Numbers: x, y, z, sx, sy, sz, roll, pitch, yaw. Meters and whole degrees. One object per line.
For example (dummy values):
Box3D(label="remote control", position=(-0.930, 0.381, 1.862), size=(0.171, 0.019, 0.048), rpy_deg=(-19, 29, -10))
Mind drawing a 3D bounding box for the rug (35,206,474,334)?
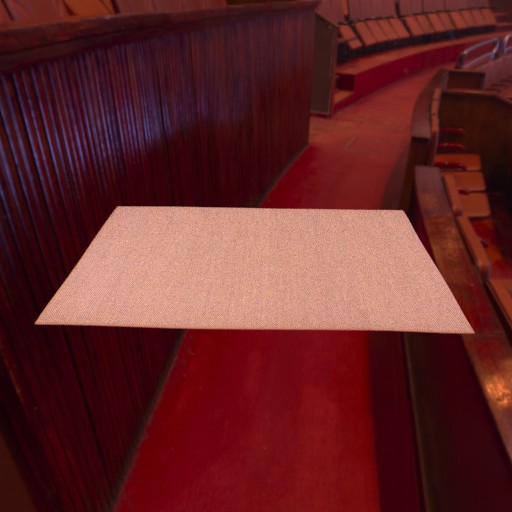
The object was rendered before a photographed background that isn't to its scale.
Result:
Box3D(label="rug", position=(0.000, 0.000, 2.137), size=(1.678, 0.013, 1.078), rpy_deg=(1, 31, 2))
